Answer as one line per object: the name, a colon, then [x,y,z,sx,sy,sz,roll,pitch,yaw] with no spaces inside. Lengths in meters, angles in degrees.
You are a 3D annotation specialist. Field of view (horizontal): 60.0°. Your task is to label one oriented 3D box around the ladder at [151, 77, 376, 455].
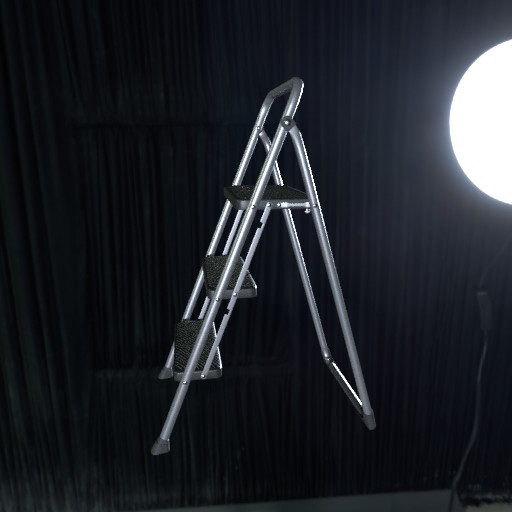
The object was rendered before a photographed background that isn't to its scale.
ladder: [0.000,0.000,1.297,0.629,0.945,0.430,-2,14,-9]
